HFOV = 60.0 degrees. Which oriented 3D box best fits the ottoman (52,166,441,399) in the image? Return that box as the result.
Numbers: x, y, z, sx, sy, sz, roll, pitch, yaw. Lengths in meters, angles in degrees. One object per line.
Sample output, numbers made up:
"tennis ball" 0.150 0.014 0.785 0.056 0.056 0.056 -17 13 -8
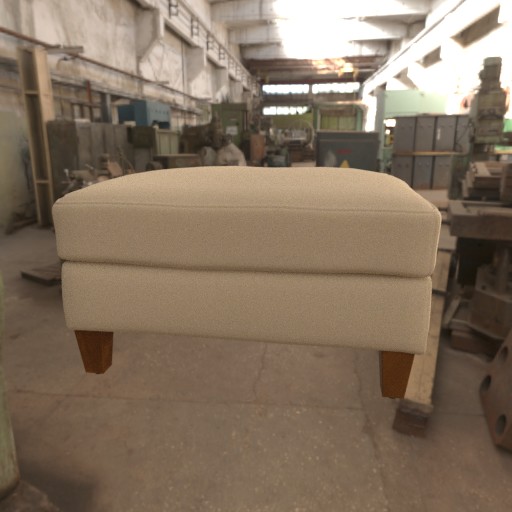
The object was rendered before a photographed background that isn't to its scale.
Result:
"ottoman" 0.000 0.000 1.226 0.818 0.485 0.634 2 15 8
